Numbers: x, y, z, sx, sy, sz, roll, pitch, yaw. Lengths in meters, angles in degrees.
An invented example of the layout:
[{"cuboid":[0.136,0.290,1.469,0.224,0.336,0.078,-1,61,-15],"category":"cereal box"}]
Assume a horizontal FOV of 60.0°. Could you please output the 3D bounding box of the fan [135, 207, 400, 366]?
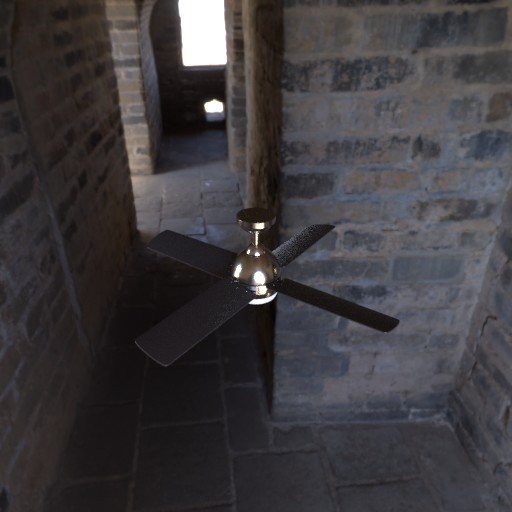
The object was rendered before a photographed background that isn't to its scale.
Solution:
[{"cuboid":[0.000,0.000,2.004,1.332,0.403,1.332,19,34,30],"category":"fan"}]
